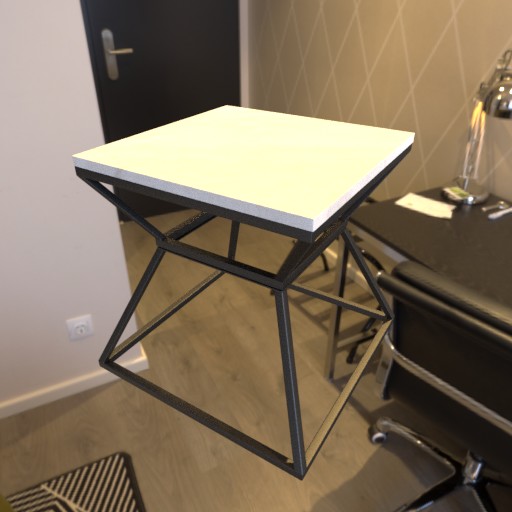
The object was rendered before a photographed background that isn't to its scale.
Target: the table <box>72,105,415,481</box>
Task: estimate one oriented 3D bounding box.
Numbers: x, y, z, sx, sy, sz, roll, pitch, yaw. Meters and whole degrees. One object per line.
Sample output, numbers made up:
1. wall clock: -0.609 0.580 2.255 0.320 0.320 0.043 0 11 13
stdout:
1. table: 0.000 0.000 0.837 0.455 0.431 0.455 18 35 27
